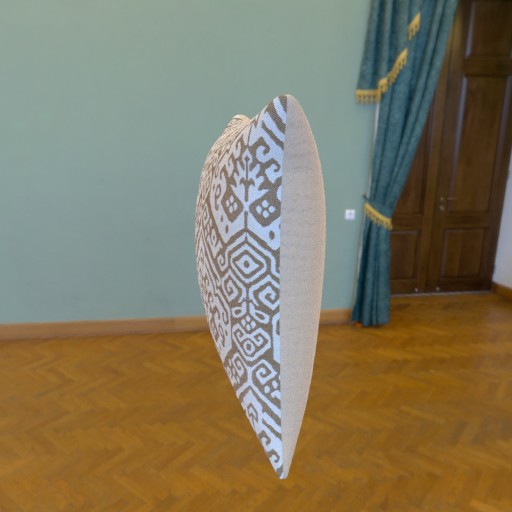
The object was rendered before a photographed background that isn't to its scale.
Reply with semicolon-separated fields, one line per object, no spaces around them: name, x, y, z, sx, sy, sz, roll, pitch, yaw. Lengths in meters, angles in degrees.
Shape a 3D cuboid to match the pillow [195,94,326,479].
pillow;0.000;0.000;0.641;0.173;0.407;0.419;-2;15;-8
